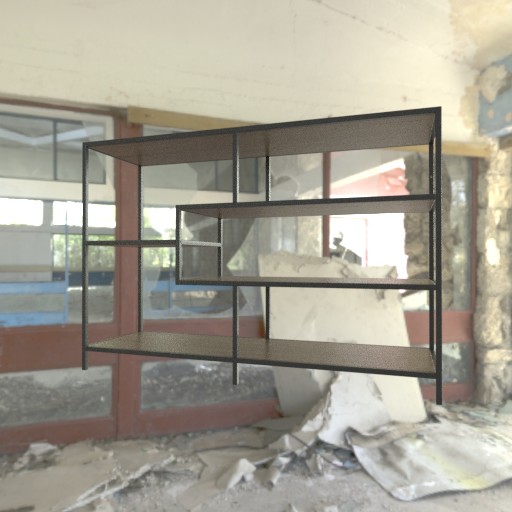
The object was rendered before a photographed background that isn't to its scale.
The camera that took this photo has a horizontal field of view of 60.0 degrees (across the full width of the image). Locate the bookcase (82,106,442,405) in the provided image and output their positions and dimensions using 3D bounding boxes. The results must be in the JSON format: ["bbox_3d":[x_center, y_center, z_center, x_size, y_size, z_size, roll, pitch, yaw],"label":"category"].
[{"bbox_3d":[0.000,0.000,1.502,1.140,0.780,0.350,0,0,19],"label":"bookcase"}]
